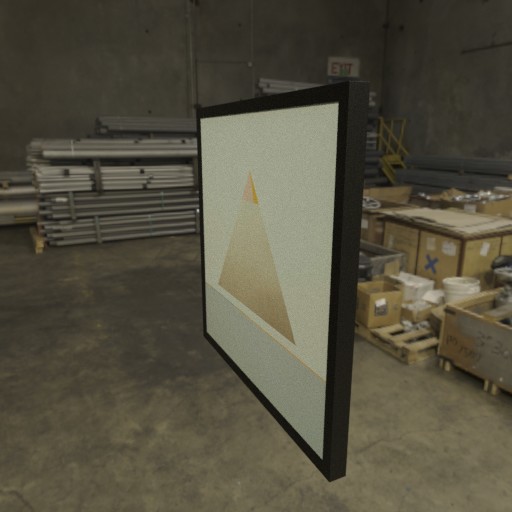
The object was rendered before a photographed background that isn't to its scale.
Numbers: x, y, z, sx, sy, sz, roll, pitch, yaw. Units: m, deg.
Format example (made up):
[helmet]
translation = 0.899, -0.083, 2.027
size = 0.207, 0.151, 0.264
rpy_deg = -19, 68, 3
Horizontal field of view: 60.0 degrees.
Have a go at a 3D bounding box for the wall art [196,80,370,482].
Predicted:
[wall art]
translation = 0.000, 0.000, 1.147
size = 0.042, 0.766, 0.769
rpy_deg = -7, 16, -25
